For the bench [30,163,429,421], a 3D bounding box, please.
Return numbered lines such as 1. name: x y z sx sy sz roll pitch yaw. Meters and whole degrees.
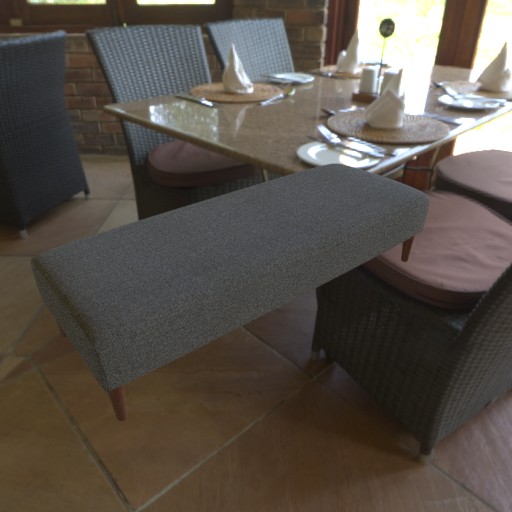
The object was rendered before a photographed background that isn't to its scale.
1. bench: 0.000 0.000 1.876 1.598 0.384 0.631 -23 38 -33
